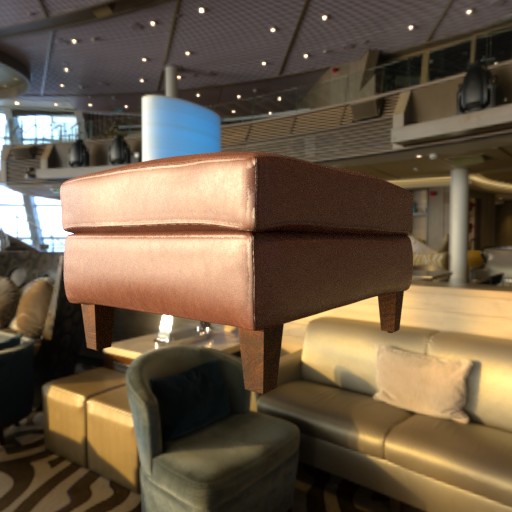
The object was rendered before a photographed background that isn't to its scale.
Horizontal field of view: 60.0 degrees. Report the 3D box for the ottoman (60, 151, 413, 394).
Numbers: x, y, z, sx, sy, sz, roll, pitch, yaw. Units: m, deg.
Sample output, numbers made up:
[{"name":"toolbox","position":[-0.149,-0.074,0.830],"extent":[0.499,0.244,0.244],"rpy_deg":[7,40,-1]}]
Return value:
[{"name":"ottoman","position":[0.000,0.000,1.263],"extent":[0.650,0.485,0.851],"rpy_deg":[2,3,37]}]
